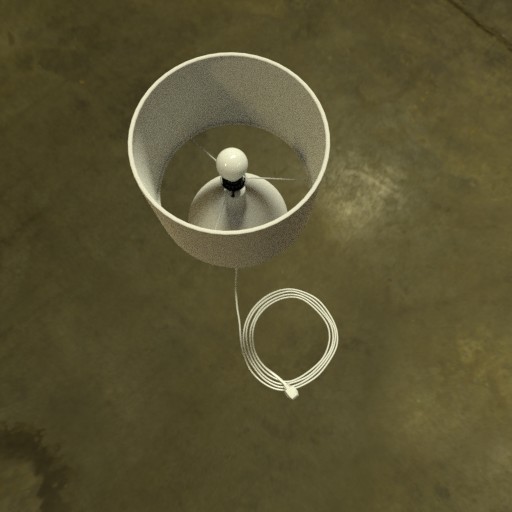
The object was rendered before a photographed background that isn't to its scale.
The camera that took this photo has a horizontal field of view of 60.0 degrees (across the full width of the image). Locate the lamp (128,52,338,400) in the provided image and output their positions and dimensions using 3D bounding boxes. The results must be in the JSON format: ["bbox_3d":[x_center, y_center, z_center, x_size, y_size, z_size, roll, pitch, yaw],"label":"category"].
[{"bbox_3d":[0.000,0.000,0.856,0.401,0.457,0.546,3,75,1],"label":"lamp"}]
